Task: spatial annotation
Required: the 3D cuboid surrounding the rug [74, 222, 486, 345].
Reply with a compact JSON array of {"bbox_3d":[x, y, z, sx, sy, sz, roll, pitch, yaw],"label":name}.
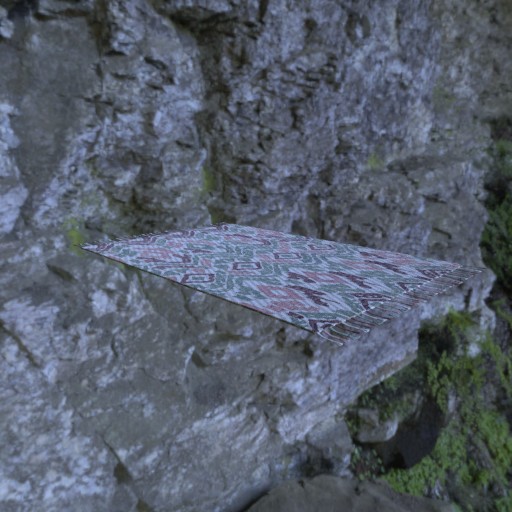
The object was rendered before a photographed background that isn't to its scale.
[{"bbox_3d":[0.000,0.000,2.983,1.524,0.011,2.438,-13,19,-43],"label":"rug"}]
